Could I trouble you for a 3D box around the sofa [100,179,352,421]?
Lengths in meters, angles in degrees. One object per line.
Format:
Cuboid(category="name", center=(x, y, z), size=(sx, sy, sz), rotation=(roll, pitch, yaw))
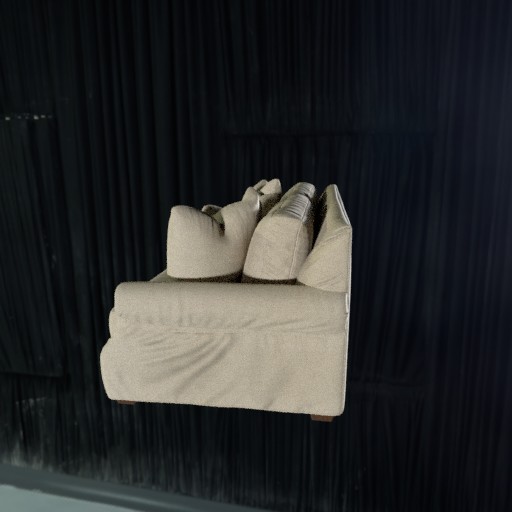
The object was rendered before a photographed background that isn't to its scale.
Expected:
Cuboid(category="sofa", center=(0.000, 0.000, 2.805), size=(1.067, 0.904, 2.285), rotation=(2, 13, 8))
